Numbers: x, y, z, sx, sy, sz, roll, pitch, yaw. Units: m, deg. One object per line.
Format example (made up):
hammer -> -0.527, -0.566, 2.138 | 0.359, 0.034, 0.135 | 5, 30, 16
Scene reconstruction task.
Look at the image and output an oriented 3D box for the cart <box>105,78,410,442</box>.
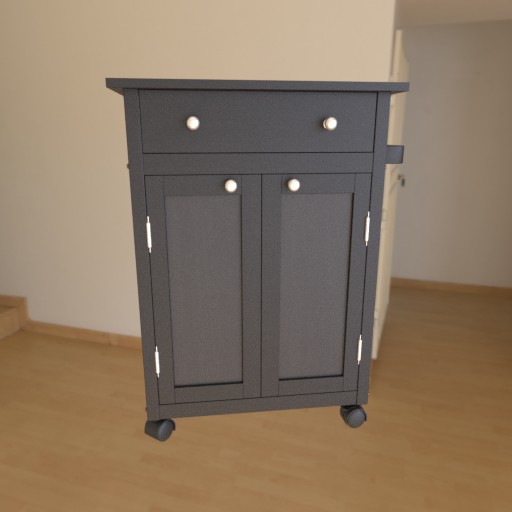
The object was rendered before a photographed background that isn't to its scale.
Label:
cart -> 0.000, 0.000, 1.252 | 0.660, 0.879, 0.456 | -2, 15, -7
